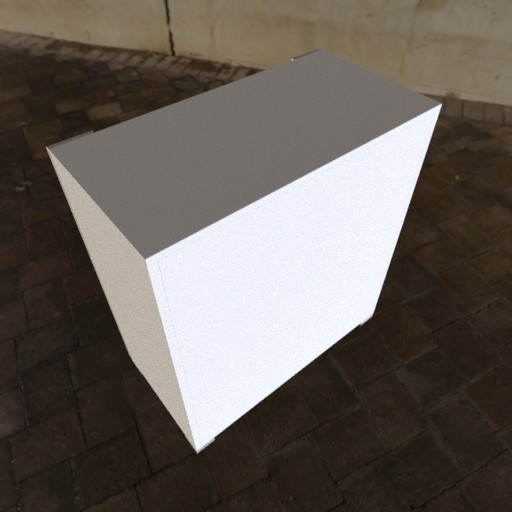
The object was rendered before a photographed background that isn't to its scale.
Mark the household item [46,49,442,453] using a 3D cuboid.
[{"bbox_3d":[0.000,0.000,1.311,0.800,0.870,0.420,-31,54,-26],"label":"household item"}]
